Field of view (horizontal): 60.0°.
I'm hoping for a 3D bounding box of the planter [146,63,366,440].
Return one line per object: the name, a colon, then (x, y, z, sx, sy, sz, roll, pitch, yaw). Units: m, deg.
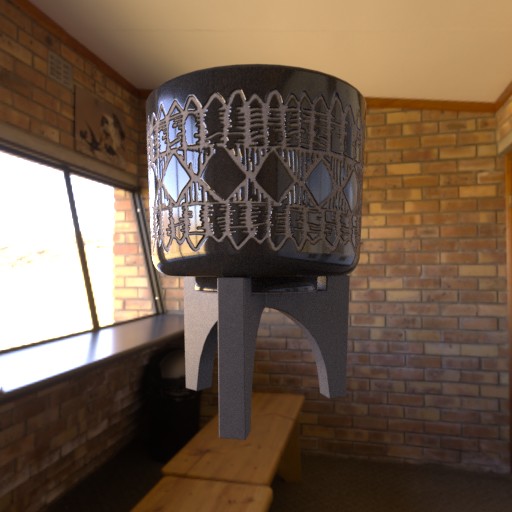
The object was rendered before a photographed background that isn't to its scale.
planter: (0.000, 0.000, 0.402, 0.196, 0.264, 0.196, 1, -2, -19)
